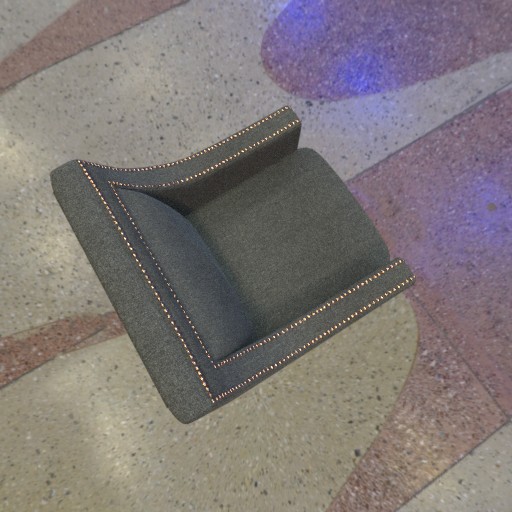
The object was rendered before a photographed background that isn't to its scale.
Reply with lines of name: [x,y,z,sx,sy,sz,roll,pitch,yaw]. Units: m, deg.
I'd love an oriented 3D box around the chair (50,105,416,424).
chair: [0.000,0.000,1.623,0.884,0.967,0.776,-31,76,-8]
